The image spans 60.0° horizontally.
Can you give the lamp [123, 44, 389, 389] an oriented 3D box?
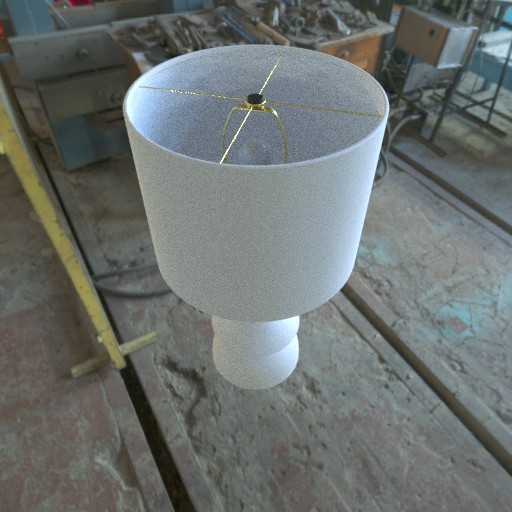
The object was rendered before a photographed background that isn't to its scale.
[{"bbox_3d":[0.000,0.000,0.700,0.301,0.533,0.301,11,46,10],"label":"lamp"}]
